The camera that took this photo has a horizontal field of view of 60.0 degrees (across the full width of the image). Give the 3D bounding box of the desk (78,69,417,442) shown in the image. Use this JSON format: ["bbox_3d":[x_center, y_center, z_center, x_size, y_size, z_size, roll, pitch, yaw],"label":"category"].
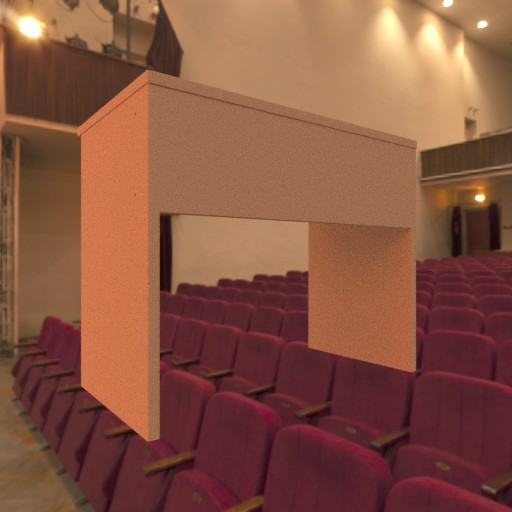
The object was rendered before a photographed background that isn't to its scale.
[{"bbox_3d":[0.000,0.000,1.334,0.900,0.729,0.498,0,0,-37],"label":"desk"}]
